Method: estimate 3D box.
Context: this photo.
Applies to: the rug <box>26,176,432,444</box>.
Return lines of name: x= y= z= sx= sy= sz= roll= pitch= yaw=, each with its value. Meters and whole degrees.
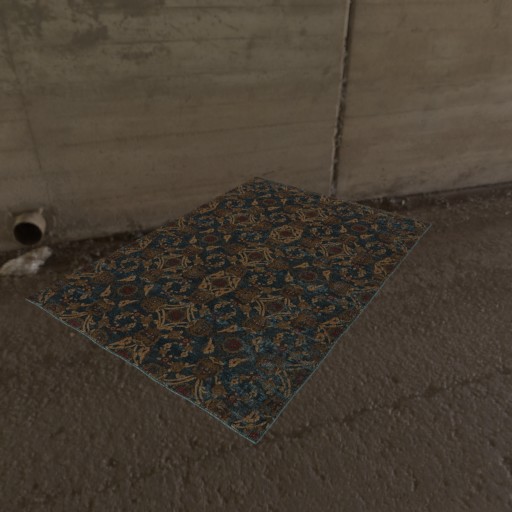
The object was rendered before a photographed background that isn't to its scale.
rug: x=0.000 y=0.000 z=4.222 sx=2.337 sy=0.013 sz=3.291 roll=21 pitch=37 yaw=29
